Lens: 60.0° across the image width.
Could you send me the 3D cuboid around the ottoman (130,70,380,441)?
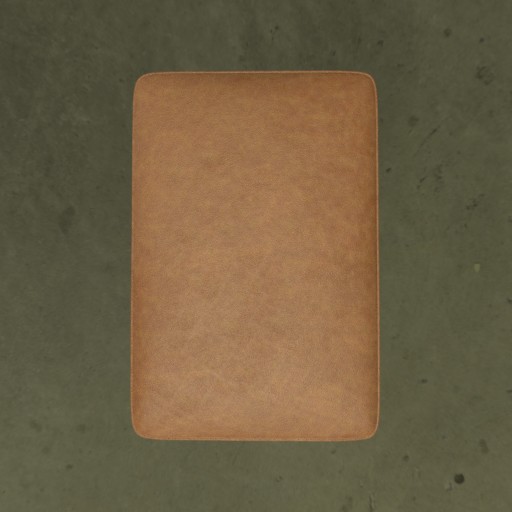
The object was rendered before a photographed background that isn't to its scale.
[{"bbox_3d":[0.000,0.000,1.198,0.584,0.483,0.864,0,88,1],"label":"ottoman"}]
